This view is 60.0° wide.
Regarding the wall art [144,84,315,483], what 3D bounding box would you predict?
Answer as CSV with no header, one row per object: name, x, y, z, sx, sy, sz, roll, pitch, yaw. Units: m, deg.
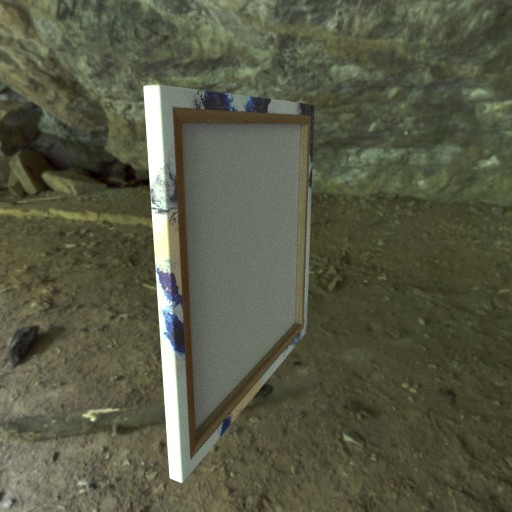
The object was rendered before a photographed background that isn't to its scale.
wall art,0.000,0.000,1.316,0.038,0.885,0.887,8,18,24
